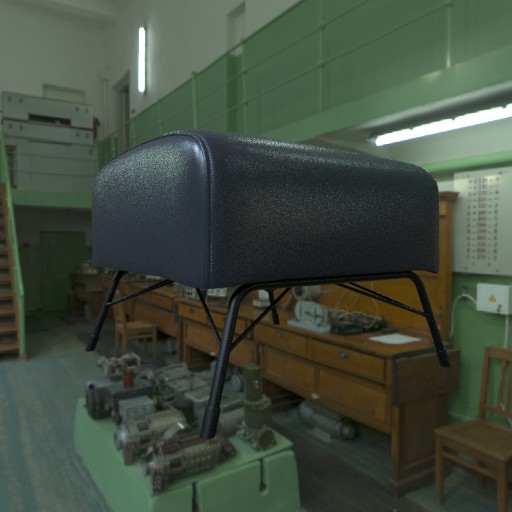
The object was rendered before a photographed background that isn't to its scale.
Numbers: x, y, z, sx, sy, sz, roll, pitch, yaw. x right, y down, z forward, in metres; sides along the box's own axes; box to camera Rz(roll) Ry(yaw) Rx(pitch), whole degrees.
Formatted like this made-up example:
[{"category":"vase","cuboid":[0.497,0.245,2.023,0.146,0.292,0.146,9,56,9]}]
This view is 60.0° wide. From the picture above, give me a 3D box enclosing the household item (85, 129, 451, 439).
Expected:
[{"category":"household item","cuboid":[0.000,0.000,0.884,0.530,0.410,0.530,-1,3,-36]}]
